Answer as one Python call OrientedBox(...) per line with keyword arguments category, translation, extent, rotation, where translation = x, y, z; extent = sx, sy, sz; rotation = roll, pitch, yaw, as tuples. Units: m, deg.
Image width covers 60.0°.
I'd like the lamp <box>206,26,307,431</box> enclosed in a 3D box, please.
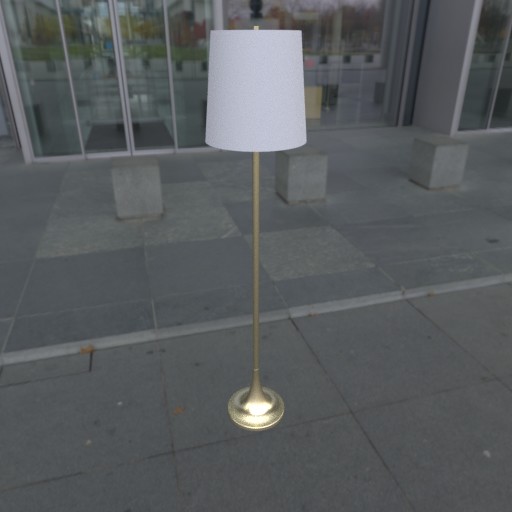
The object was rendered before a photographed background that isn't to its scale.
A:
OrientedBox(category="lamp", translation=(0.000, 0.000, 1.677), extent=(0.337, 1.543, 0.337), rotation=(0, 26, 0))
